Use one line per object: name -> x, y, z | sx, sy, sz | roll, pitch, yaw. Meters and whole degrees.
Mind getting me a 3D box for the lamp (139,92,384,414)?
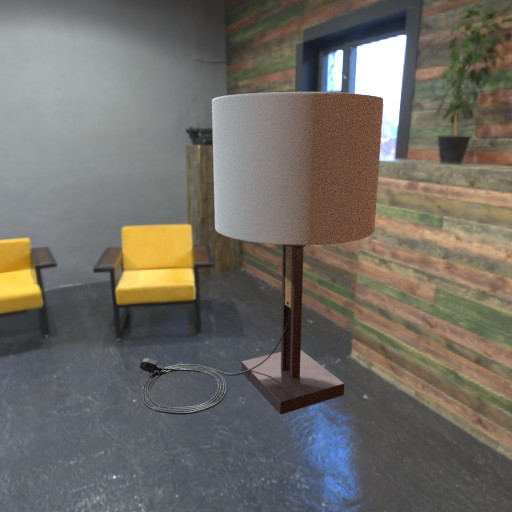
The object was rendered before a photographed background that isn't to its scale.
lamp -> 0.000, 0.000, 1.001 | 0.525, 0.668, 0.396 | -7, 17, -26
